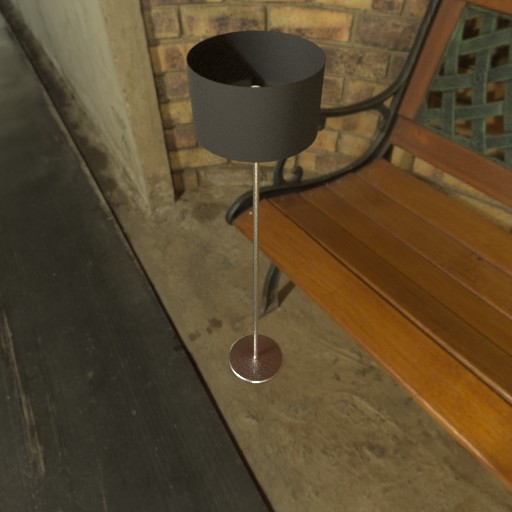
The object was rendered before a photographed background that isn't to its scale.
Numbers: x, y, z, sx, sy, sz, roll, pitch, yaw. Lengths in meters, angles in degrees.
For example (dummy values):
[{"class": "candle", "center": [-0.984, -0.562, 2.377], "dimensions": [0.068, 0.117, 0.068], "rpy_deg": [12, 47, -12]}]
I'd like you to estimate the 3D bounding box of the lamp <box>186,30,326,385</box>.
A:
[{"class": "lamp", "center": [0.000, 0.000, 1.628], "dimensions": [0.348, 1.443, 0.348], "rpy_deg": [16, 48, 15]}]
